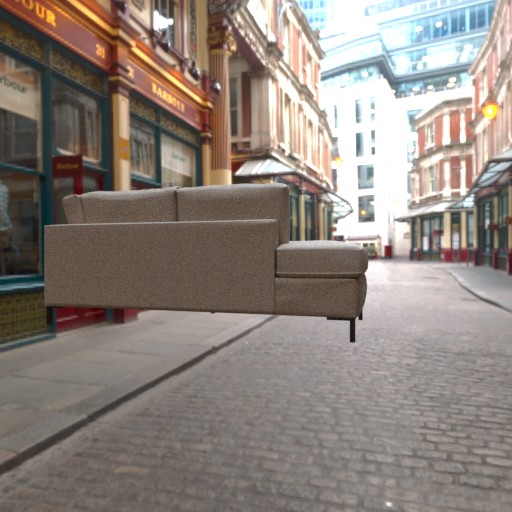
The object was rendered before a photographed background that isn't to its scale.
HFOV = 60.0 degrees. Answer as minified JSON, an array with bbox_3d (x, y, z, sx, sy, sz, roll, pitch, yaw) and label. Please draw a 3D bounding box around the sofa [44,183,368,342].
[{"bbox_3d":[0.000,0.000,3.182,1.617,0.703,2.423,0,0,16],"label":"sofa"}]
